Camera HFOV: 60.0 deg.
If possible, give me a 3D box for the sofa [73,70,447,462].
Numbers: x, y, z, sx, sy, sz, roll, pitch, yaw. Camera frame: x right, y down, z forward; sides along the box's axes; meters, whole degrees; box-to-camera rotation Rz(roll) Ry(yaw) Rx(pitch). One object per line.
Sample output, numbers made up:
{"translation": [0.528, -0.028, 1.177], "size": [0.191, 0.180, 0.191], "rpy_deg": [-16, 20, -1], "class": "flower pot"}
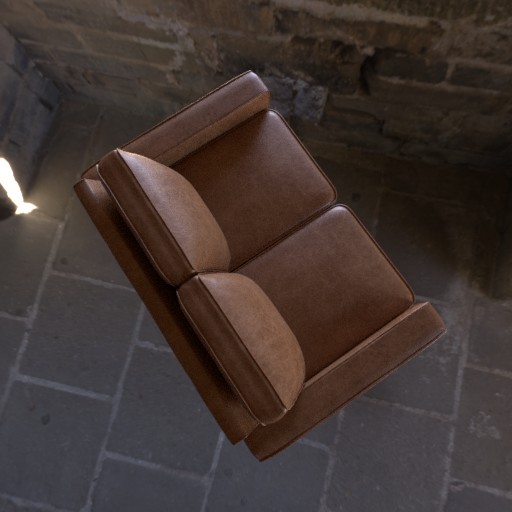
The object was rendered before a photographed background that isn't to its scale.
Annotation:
{"translation": [0.000, 0.000, 2.104], "size": [1.020, 0.896, 1.532], "rpy_deg": [-33, 80, -7], "class": "sofa"}
